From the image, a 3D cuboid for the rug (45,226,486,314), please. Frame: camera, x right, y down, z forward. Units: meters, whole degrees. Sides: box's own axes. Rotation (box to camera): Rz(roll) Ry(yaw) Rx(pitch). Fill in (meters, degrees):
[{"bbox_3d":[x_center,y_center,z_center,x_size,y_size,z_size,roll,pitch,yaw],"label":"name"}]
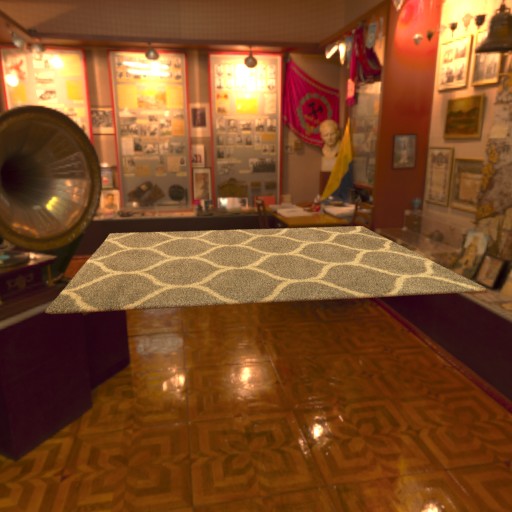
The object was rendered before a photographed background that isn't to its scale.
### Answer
[{"bbox_3d":[0.000,0.000,4.092,3.000,0.026,2.399,-2,15,-8],"label":"rug"}]
